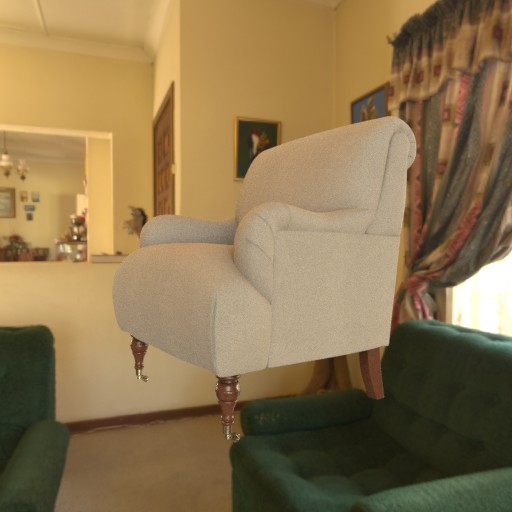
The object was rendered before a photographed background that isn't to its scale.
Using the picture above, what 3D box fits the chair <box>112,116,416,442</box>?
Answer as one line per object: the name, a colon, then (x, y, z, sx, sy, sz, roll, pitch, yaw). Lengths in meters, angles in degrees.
chair: (0.000, 0.000, 1.558, 0.842, 0.942, 0.766, -1, 2, -36)
